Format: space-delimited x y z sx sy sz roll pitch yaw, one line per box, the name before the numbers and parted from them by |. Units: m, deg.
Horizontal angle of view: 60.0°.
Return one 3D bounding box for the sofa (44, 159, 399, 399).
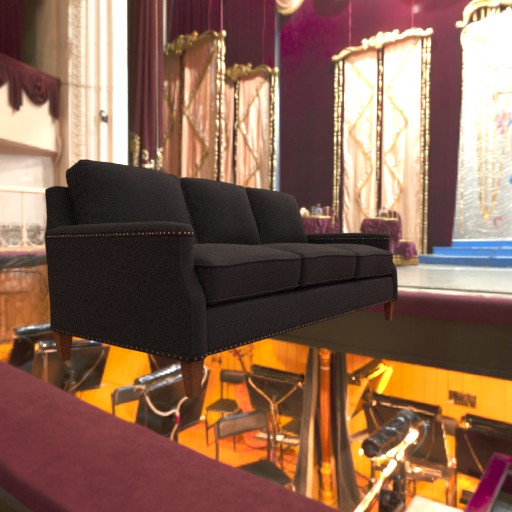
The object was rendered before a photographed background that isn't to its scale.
sofa | 0.000 0.000 2.788 1.084 1.003 2.246 1 2 36
